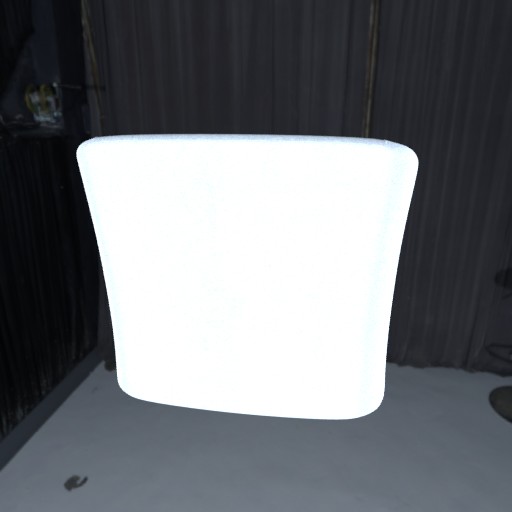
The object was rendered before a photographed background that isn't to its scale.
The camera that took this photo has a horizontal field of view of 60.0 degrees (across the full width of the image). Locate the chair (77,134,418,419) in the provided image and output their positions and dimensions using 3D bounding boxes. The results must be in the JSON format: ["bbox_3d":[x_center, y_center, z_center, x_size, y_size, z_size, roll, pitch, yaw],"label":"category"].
[{"bbox_3d":[0.000,0.000,1.294,0.790,0.720,0.700,3,19,8],"label":"chair"}]
